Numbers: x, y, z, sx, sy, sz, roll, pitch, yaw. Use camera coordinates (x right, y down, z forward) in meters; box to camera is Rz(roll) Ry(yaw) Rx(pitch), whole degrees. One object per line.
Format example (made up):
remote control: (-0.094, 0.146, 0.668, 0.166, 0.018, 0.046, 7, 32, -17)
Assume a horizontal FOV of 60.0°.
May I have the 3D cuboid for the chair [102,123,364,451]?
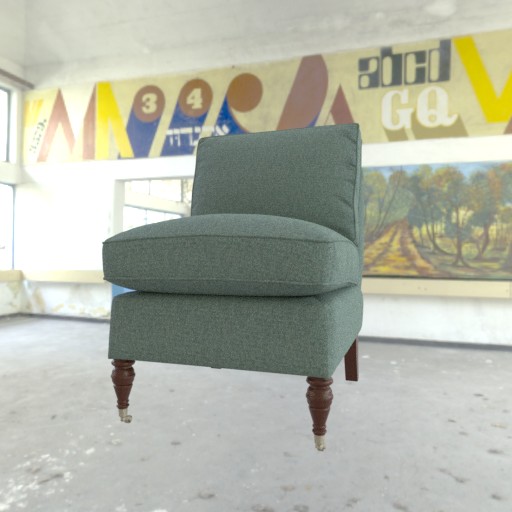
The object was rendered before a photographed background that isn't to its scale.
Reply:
chair: (0.000, 0.000, 1.399, 0.624, 0.901, 0.796, 0, 1, 19)
